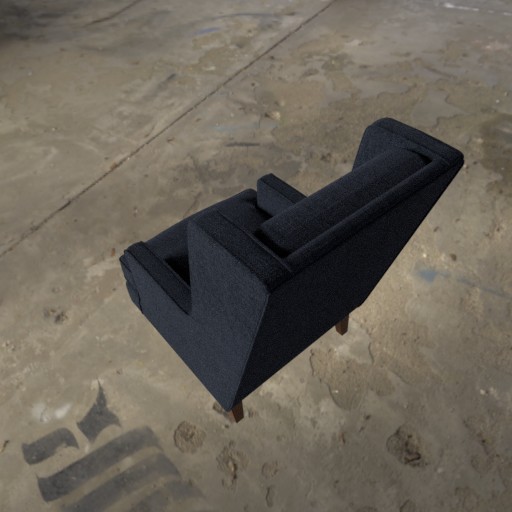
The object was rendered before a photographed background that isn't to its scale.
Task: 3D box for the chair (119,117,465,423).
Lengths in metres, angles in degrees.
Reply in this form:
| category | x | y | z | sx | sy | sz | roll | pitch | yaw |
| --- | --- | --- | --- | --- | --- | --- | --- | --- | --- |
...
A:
| category | x | y | z | sx | sy | sz | roll | pitch | yaw |
| --- | --- | --- | --- | --- | --- | --- | --- | --- | --- |
| chair | 0.000 | 0.000 | 1.698 | 0.764 | 1.072 | 0.947 | -32 | 54 | -27 |
